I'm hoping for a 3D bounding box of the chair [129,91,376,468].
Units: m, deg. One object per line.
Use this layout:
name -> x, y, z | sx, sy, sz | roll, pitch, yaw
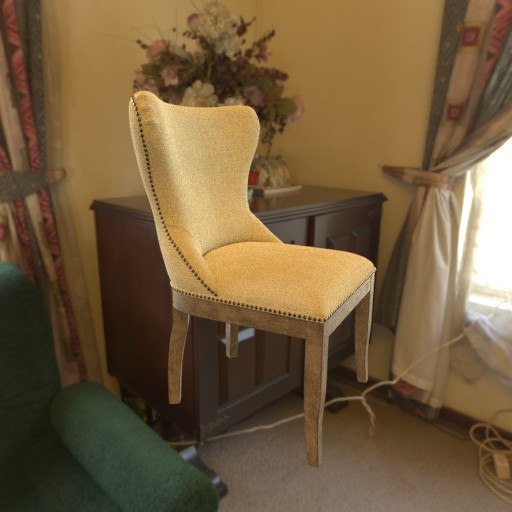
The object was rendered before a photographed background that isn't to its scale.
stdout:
chair -> 0.000, 0.000, 1.474 | 0.681, 1.002, 0.654 | 7, 16, 27
